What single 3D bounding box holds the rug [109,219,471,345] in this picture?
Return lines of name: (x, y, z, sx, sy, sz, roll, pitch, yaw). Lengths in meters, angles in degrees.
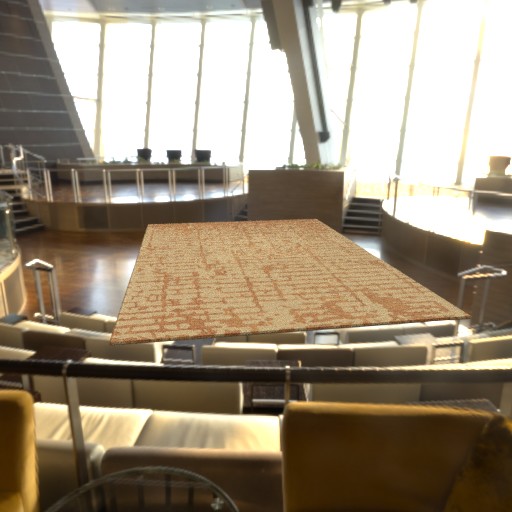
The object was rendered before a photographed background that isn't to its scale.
rug: (0.000, 0.000, 2.314, 1.219, 0.011, 1.829, -3, 16, -9)
